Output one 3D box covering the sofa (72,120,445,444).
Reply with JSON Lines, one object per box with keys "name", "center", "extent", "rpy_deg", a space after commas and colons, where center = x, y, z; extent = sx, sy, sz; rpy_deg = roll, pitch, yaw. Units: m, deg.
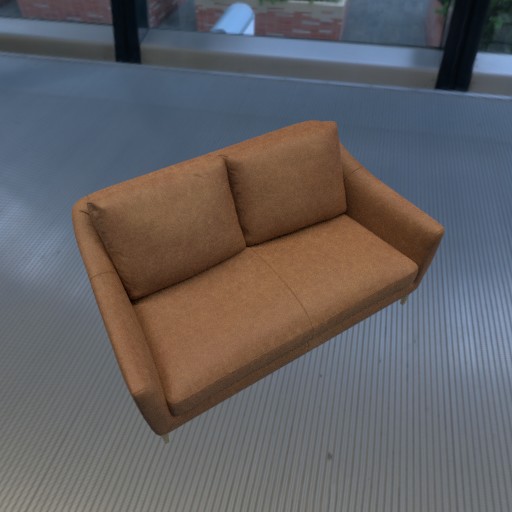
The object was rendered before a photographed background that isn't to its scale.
{"name": "sofa", "center": [0.000, 0.000, 2.238], "extent": [1.619, 0.902, 0.960], "rpy_deg": [-24, 51, -22]}
